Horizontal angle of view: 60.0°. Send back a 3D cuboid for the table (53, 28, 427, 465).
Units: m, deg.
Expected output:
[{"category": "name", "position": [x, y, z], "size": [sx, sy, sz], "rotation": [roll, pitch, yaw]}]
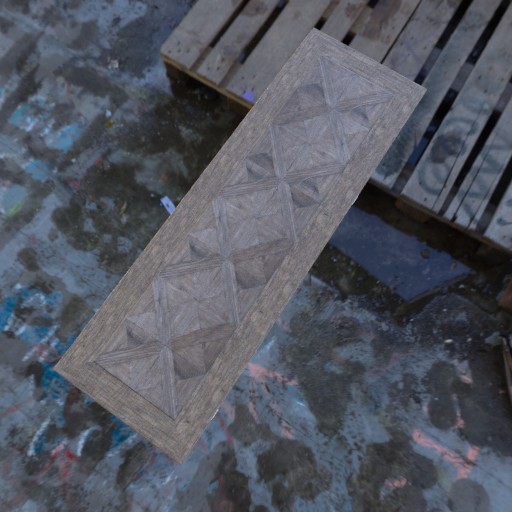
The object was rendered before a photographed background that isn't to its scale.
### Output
[{"category": "table", "position": [0.000, 0.000, 1.823], "size": [0.450, 0.930, 1.400], "rotation": [33, 78, 8]}]
